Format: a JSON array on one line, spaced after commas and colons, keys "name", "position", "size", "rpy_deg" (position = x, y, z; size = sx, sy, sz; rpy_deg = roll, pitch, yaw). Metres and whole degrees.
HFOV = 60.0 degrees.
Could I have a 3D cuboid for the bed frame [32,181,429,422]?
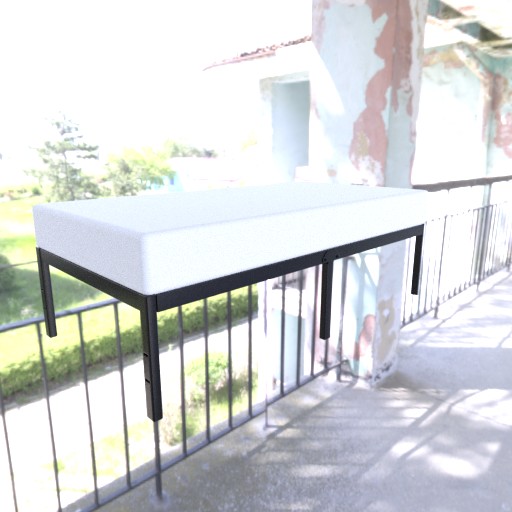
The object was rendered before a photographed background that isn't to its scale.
[{"name": "bed frame", "position": [0.000, 0.000, 2.442], "size": [1.950, 0.659, 1.023], "rpy_deg": [-13, 19, -42]}]
